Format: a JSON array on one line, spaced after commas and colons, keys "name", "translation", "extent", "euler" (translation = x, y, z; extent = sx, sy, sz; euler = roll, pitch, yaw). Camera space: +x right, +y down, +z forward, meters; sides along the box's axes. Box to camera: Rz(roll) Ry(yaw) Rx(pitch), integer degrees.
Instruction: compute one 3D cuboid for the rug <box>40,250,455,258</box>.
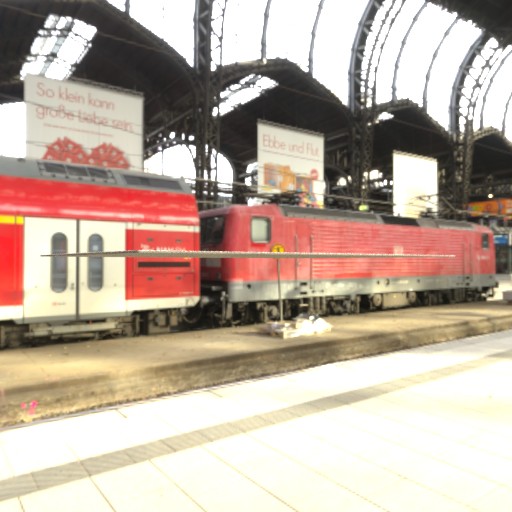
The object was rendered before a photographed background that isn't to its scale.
[{"name": "rug", "translation": [0.000, 0.000, 2.270], "extent": [1.783, 0.008, 1.175], "euler": [1, -1, -38]}]
